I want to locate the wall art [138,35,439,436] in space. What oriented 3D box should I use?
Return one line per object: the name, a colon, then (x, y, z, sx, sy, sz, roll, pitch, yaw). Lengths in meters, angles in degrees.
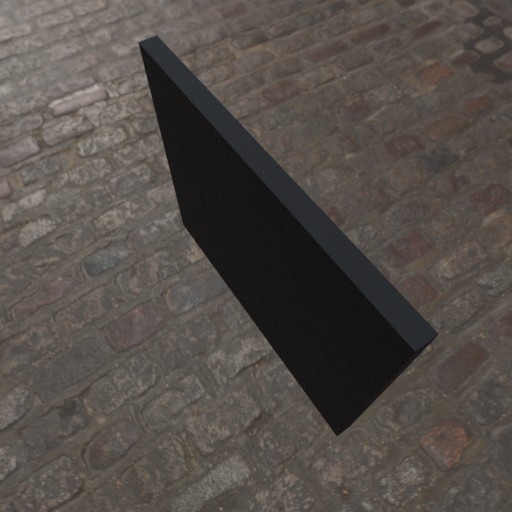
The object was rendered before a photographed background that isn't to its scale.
wall art: (0.000, 0.000, 0.720, 0.031, 0.457, 0.558, -30, 63, -17)
